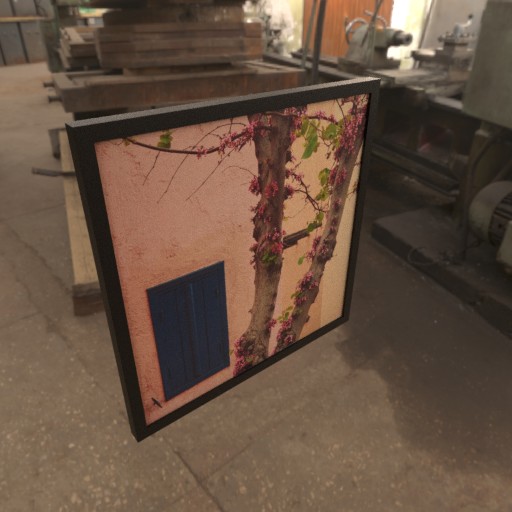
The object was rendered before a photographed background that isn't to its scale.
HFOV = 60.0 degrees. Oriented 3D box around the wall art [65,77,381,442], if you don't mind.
[{"bbox_3d":[0.000,0.000,1.103,0.762,0.762,0.038,-22,37,-32],"label":"wall art"}]
